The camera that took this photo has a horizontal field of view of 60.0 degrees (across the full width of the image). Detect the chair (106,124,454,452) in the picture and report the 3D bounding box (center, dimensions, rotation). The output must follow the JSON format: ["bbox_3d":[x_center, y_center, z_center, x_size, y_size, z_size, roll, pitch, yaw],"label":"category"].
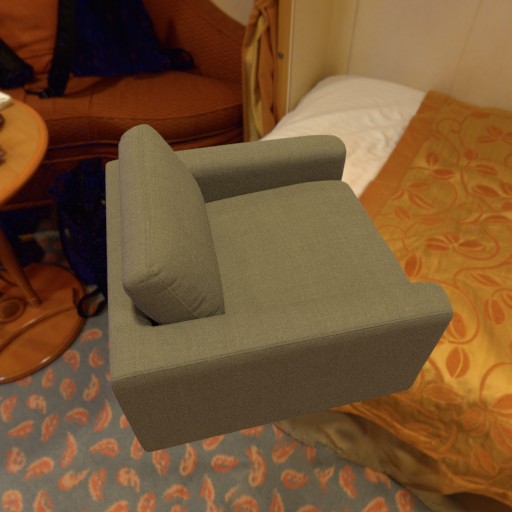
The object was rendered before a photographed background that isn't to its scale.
[{"bbox_3d":[0.000,0.000,1.785,1.100,0.847,1.070,-10,48,-9],"label":"chair"}]
